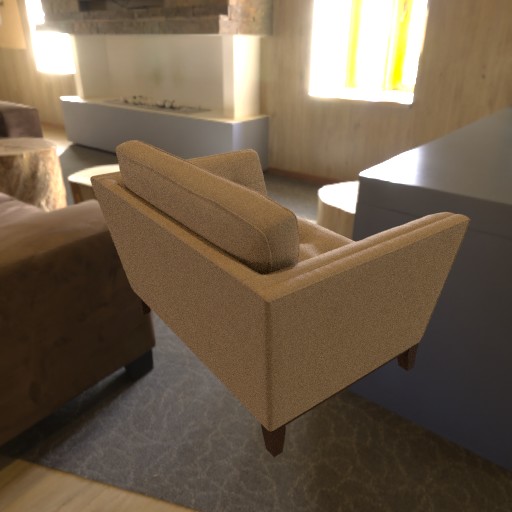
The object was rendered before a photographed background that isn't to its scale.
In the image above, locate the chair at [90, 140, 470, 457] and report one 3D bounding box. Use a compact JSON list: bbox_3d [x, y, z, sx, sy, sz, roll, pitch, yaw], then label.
[{"bbox_3d":[0.000,0.000,2.013,0.965,0.940,1.397,-18,32,-32],"label":"chair"}]
